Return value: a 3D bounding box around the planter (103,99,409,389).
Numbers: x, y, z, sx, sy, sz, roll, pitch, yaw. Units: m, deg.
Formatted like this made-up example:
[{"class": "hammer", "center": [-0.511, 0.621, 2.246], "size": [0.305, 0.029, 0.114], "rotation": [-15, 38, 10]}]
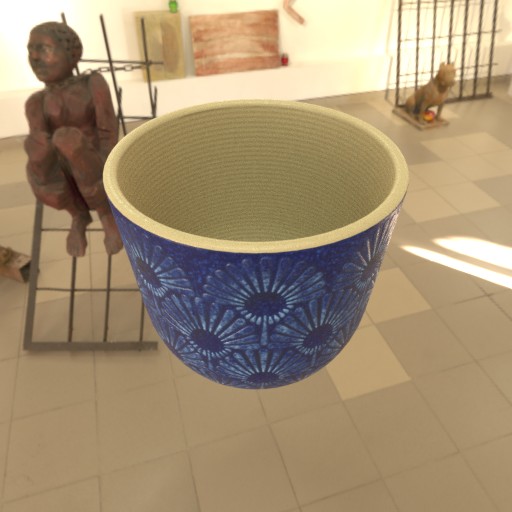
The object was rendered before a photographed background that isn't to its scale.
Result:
[{"class": "planter", "center": [0.000, 0.000, 0.302], "size": [0.170, 0.153, 0.170], "rotation": [0, 41, 0]}]
